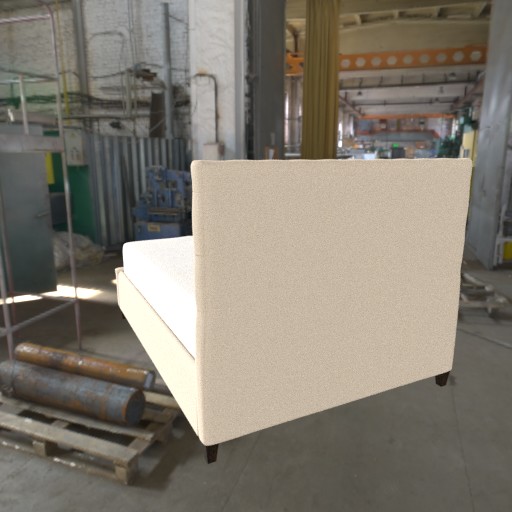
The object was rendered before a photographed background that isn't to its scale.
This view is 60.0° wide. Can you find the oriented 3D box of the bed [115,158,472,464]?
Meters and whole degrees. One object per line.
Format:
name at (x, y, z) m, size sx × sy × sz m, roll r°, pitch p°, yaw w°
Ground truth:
bed at (0.000, 0.000, 3.270) m, size 1.696 × 1.426 × 2.233 m, roll -7°, pitch 15°, yaw -26°
